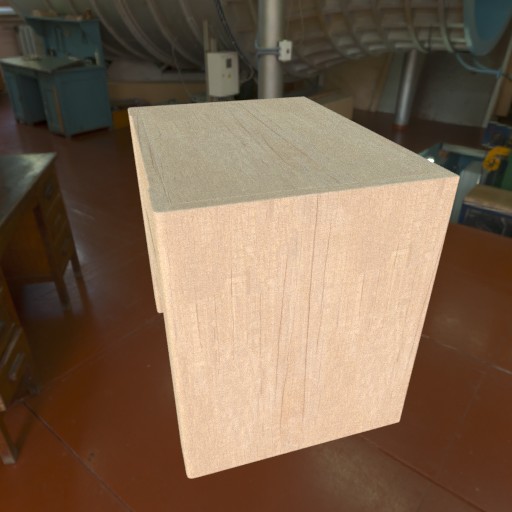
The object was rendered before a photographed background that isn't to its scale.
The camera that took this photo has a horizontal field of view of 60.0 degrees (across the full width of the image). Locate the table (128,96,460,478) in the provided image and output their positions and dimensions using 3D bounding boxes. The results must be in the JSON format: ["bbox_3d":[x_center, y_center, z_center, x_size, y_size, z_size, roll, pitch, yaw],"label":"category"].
[{"bbox_3d":[0.000,0.000,0.926,0.420,0.510,0.570,-9,32,-14],"label":"table"}]
